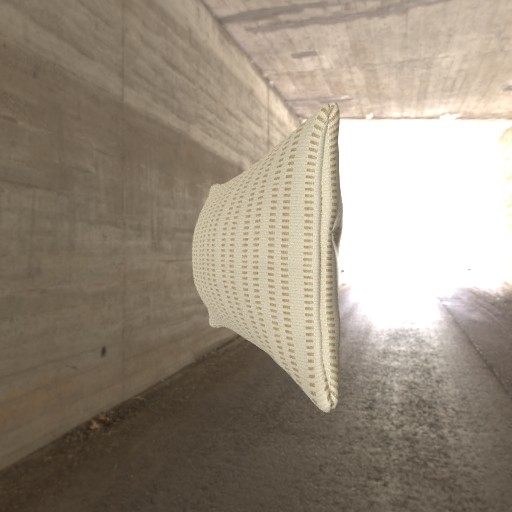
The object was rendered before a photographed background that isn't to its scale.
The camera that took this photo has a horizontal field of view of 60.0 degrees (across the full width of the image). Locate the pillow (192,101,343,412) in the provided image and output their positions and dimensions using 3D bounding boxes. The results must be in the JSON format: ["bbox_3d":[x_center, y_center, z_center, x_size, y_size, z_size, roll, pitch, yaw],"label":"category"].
[{"bbox_3d":[0.000,0.000,0.803,0.210,0.353,0.640,0,0,-17],"label":"pillow"}]
